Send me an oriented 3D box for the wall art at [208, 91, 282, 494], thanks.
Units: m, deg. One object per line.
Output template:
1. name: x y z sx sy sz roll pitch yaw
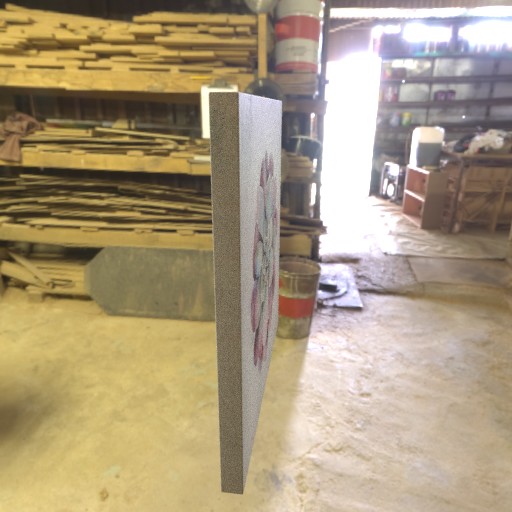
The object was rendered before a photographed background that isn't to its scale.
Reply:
1. wall art: 0.000 0.000 0.901 0.044 0.605 0.605 3 18 8
